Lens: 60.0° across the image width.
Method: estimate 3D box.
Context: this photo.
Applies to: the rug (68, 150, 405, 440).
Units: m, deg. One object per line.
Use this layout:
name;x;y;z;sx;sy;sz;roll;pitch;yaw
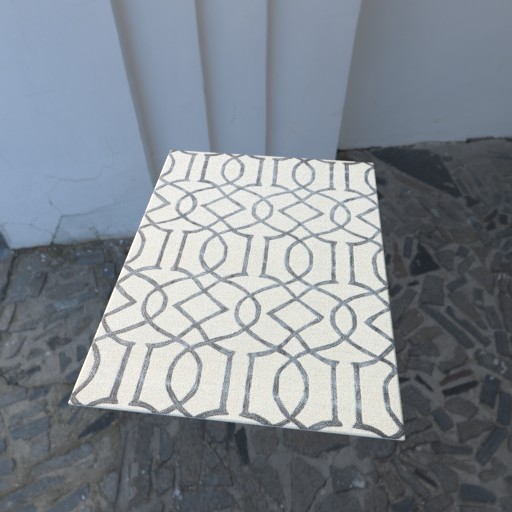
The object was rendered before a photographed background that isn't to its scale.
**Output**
rug;0.000;0.000;3.840;2.211;0.021;2.910;5;48;4
